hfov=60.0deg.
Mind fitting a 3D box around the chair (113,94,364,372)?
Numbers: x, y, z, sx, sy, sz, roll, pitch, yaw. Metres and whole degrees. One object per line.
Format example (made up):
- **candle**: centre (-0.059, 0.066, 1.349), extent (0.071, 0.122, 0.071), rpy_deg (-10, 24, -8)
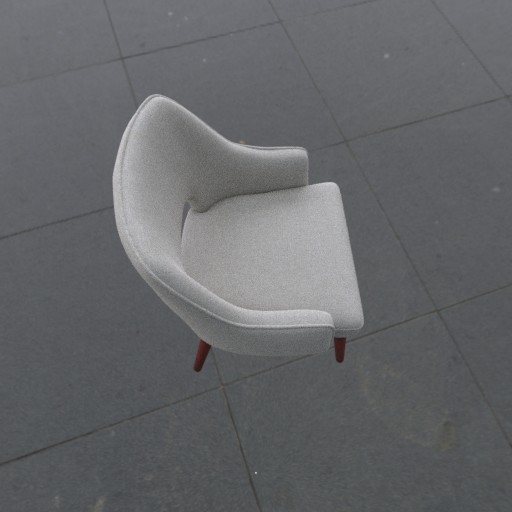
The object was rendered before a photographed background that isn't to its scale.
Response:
- **chair**: centre (0.000, 0.000, 1.248), extent (0.580, 0.840, 0.560), rpy_deg (-4, 64, -2)
